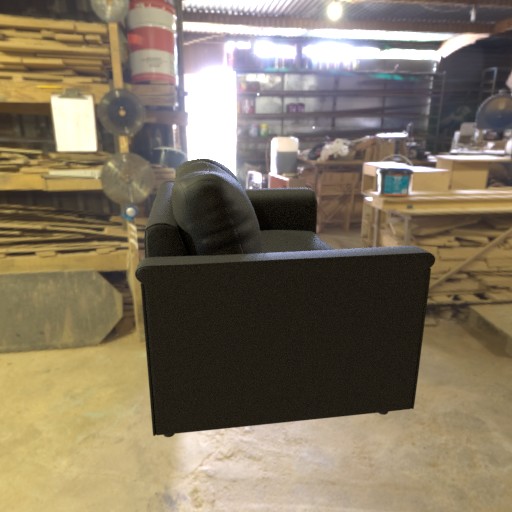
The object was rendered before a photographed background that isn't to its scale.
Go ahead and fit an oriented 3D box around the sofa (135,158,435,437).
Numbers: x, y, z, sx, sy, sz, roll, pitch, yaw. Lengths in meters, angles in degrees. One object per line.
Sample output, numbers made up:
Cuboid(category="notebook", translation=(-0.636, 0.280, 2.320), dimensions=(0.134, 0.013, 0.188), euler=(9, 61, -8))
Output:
Cuboid(category="sofa", translation=(0.000, 0.000, 1.973), dimensions=(0.887, 0.845, 1.386), euler=(-3, 17, -9))
